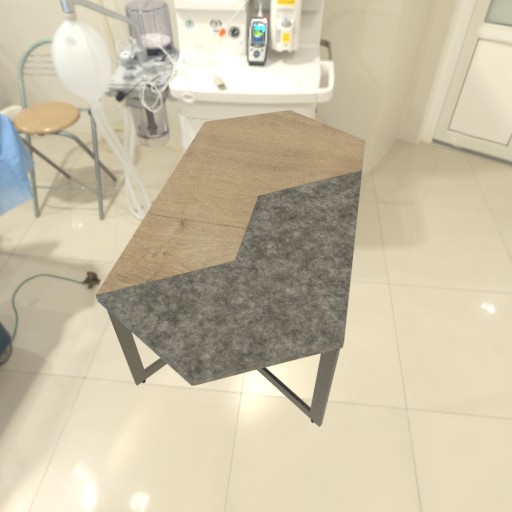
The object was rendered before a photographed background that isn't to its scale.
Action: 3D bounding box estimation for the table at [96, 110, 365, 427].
[{"bbox_3d":[0.000,0.000,1.509,0.609,0.457,1.219,9,46,9],"label":"table"}]
